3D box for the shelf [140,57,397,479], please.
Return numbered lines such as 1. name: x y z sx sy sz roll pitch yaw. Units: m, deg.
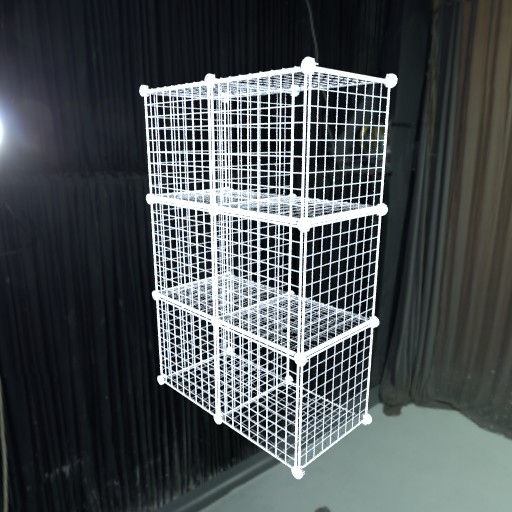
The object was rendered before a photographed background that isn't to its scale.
1. shelf: 0.000 0.000 1.435 0.356 1.067 0.711 -14 20 -43
